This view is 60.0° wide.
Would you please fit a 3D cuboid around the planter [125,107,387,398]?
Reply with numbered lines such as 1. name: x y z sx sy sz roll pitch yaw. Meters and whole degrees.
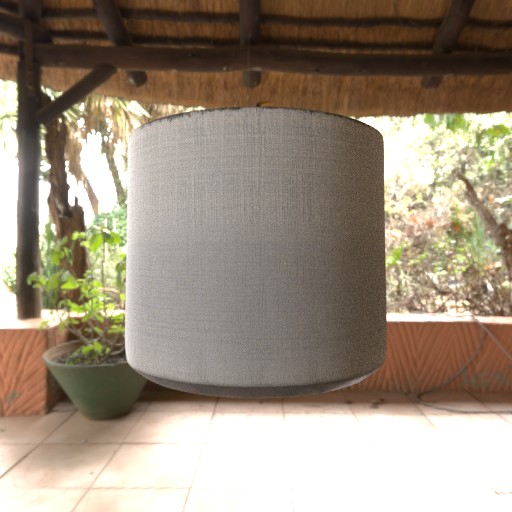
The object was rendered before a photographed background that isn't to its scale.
1. planter: 0.000 0.000 0.448 0.254 0.221 0.254 0 0 0
